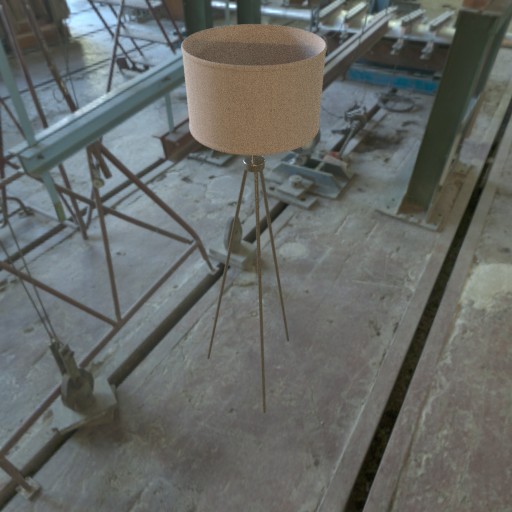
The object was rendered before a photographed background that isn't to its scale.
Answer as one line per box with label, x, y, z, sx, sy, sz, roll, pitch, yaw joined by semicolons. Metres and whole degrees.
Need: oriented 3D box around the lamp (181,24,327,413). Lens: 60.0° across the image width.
lamp;0.000;0.000;1.734;0.449;1.545;0.460;-10;42;-11
